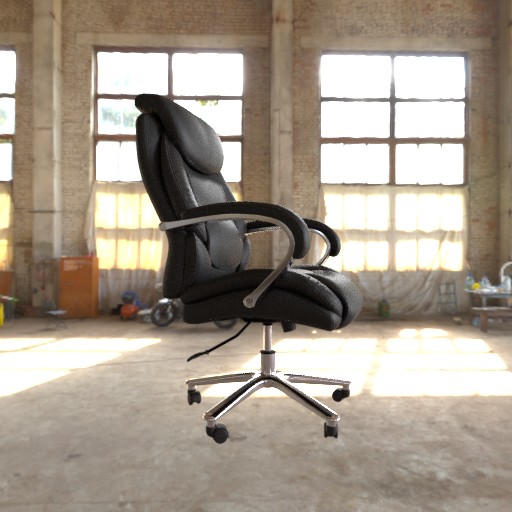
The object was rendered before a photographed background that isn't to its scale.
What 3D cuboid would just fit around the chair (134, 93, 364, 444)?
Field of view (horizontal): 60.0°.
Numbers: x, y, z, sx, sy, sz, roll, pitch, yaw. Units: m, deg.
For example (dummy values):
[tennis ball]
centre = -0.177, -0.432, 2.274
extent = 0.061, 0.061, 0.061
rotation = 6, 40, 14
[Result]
[chair]
centre = 0.000, 0.000, 1.702
extent = 0.790, 1.183, 0.755
rotation = 0, 0, 18
